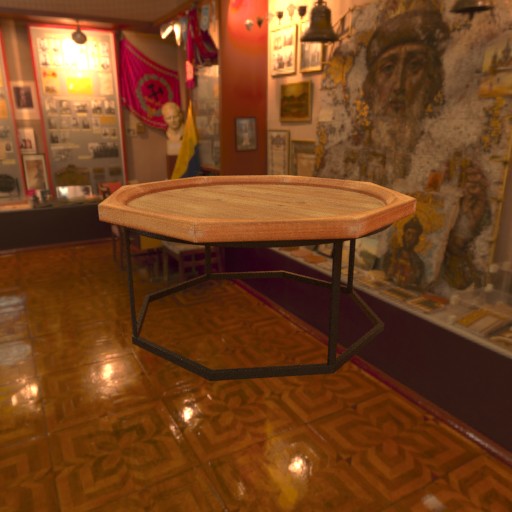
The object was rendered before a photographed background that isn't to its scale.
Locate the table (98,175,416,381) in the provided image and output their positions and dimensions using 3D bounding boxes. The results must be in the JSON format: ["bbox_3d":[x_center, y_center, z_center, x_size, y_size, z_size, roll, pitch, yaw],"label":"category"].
[{"bbox_3d":[0.000,0.000,1.525,1.002,0.444,1.002,0,17,0],"label":"table"}]
